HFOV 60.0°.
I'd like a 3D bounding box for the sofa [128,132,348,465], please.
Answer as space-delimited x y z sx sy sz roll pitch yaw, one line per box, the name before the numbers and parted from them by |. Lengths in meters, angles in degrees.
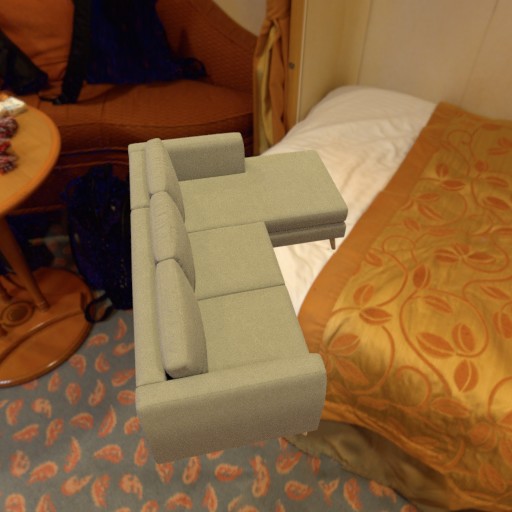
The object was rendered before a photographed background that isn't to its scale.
sofa | 0.000 0.000 3.031 1.580 0.860 2.300 -9 47 -8
